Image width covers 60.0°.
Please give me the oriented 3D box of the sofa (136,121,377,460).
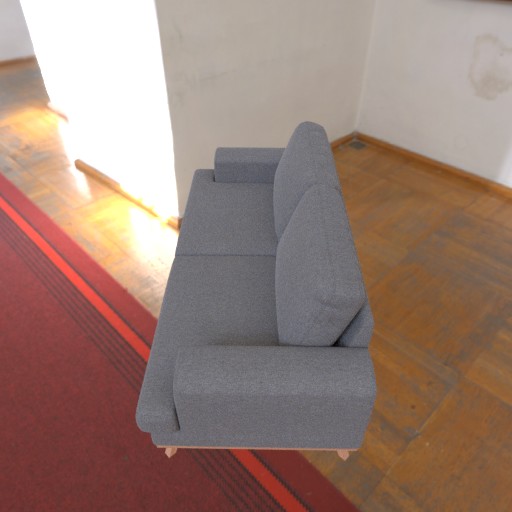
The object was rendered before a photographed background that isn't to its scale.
[{"bbox_3d":[0.000,0.000,2.065,0.785,0.810,1.650,1,40,1],"label":"sofa"}]
